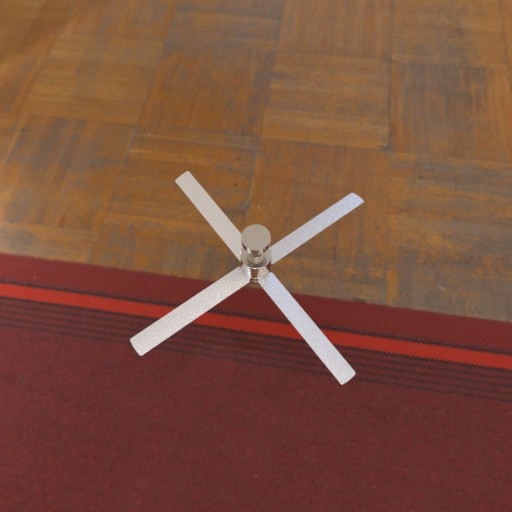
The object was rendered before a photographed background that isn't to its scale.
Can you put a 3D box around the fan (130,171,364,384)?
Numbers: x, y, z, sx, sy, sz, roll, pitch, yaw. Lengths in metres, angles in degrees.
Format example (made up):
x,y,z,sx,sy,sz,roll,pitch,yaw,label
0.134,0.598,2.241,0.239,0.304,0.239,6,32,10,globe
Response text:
x,y,z,sx,sy,sz,roll,pitch,yaw,label
0.000,0.000,2.008,1.322,0.355,1.322,-34,68,-15,fan
